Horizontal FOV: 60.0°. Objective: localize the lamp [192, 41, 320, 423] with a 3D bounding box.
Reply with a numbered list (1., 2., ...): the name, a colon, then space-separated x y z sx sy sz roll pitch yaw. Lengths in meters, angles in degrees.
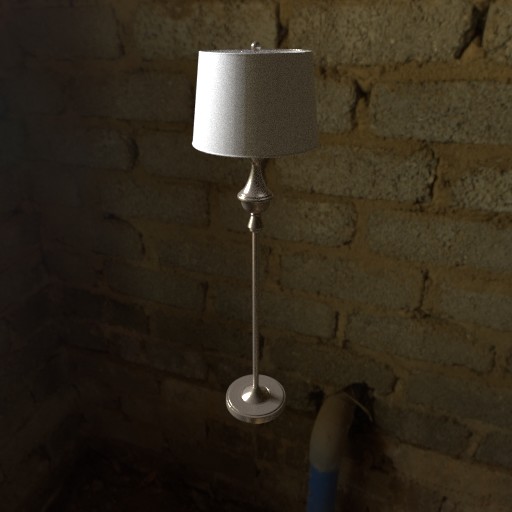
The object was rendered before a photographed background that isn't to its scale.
1. lamp: 0.000 0.000 1.707 0.431 1.488 0.431 0 27 0
